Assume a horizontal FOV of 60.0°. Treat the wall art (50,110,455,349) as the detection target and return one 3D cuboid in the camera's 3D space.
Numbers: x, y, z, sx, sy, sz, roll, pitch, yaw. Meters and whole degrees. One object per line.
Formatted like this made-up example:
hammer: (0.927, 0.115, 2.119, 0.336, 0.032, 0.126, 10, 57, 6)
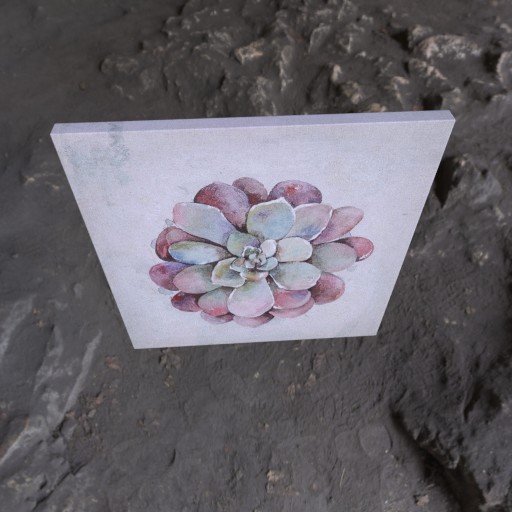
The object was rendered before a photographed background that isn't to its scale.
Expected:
wall art: (0.000, 0.000, 1.124, 0.762, 0.762, 0.041, -3, 48, -3)
